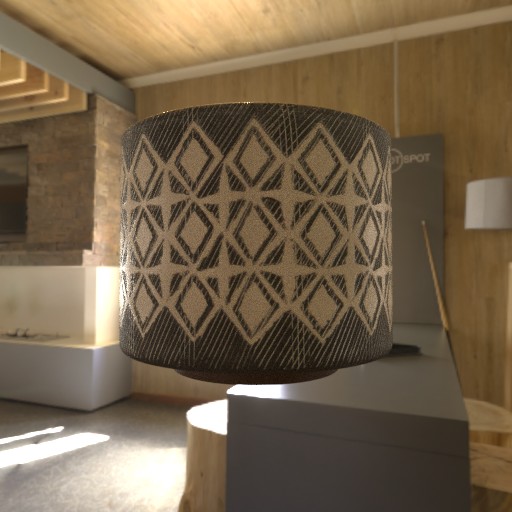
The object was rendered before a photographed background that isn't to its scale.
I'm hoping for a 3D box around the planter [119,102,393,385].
[{"bbox_3d":[0.000,0.000,0.216,0.126,0.104,0.126,0,-1,0],"label":"planter"}]
